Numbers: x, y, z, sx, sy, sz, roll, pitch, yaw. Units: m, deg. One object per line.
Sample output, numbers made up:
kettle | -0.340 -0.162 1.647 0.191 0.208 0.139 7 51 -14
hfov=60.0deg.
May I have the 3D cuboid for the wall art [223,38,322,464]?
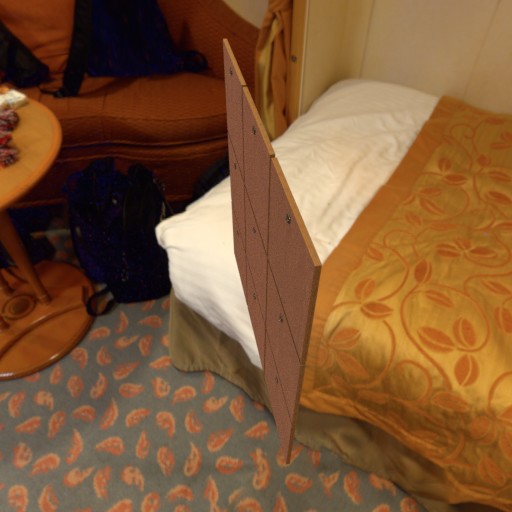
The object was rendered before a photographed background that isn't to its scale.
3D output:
wall art | 0.000 0.000 1.330 0.018 0.913 0.915 -9 48 -8
